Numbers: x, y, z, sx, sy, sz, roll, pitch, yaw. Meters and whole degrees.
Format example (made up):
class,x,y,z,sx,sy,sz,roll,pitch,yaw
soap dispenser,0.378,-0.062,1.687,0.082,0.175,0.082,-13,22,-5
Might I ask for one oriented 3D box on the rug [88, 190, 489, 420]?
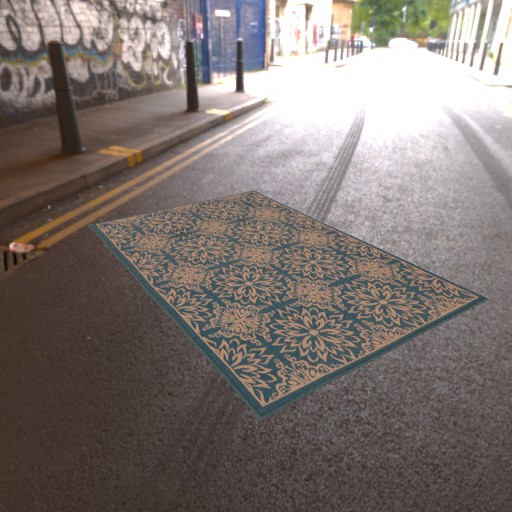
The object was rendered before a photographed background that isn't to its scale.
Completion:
class,x,y,z,sx,sy,sz,roll,pitch,yaw
rug,0.000,0.000,2.304,1.211,0.012,1.833,-17,31,-30
